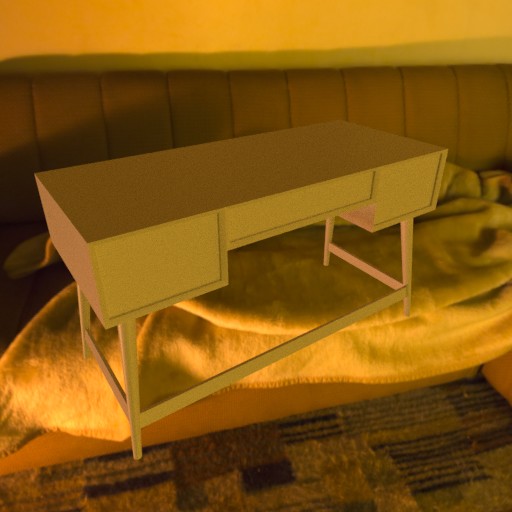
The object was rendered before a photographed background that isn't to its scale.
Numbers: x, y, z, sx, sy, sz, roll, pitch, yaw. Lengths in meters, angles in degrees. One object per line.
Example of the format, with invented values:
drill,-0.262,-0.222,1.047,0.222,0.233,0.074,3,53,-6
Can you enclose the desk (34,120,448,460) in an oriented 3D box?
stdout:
desk,0.000,0.000,1.708,1.313,0.762,0.589,-19,35,-29
